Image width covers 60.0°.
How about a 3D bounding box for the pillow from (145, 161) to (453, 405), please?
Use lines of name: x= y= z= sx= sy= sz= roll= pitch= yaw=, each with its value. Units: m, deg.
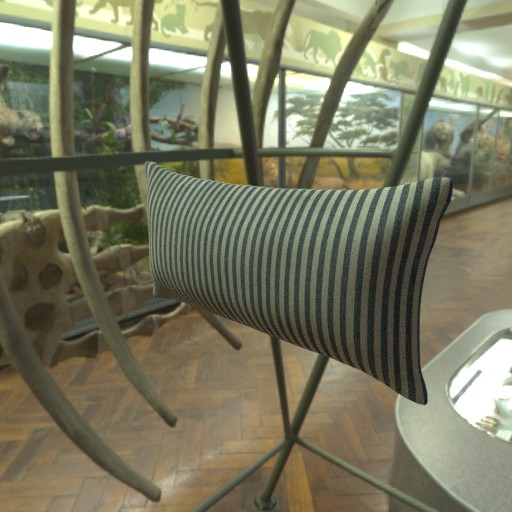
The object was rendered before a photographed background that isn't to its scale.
pillow: x=0.000 y=0.000 z=0.745 sx=0.617 sy=0.295 sz=0.151 roll=13 pitch=19 yaw=41
